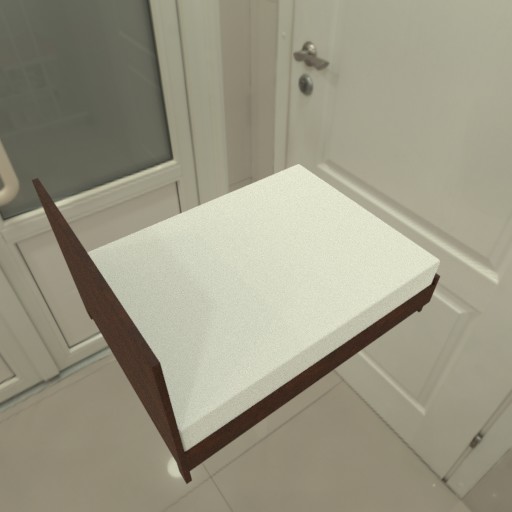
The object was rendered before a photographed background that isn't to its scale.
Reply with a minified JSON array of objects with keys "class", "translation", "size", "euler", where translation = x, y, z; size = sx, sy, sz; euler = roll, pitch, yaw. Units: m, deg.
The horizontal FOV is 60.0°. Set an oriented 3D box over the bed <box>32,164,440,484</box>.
[{"class":"bed","translation":[0.000,0.000,3.113],"size":[2.184,1.270,1.600],"euler":[-27,50,-25]}]
